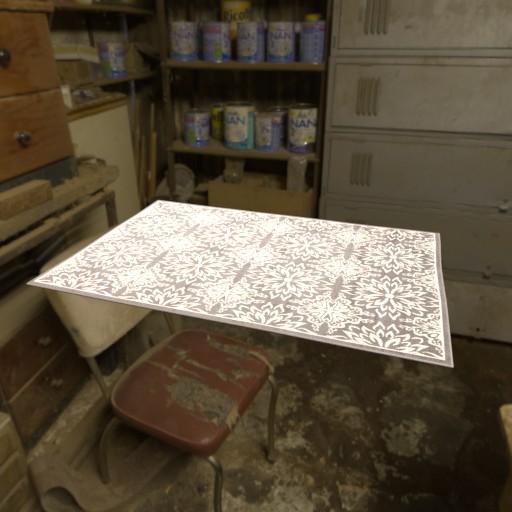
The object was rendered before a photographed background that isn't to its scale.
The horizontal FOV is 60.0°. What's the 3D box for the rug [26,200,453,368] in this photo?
[{"bbox_3d":[0.000,0.000,2.317,1.847,0.012,1.224,8,28,16],"label":"rug"}]
